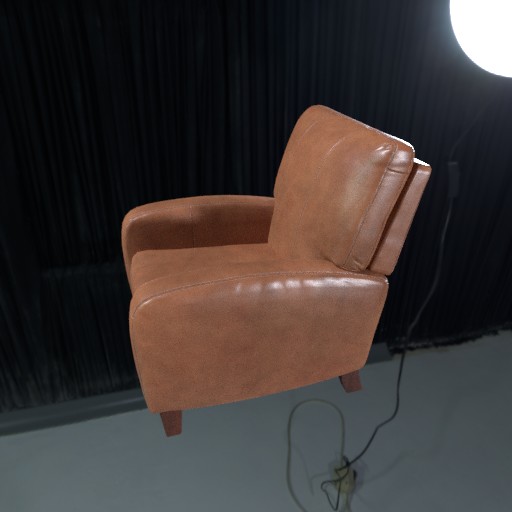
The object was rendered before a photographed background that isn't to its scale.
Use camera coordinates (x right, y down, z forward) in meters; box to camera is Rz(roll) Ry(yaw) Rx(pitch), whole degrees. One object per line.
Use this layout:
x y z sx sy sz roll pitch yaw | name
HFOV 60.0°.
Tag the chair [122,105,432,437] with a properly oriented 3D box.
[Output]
0.000 0.000 1.716 0.990 0.990 0.762 -8 31 -15 | chair
